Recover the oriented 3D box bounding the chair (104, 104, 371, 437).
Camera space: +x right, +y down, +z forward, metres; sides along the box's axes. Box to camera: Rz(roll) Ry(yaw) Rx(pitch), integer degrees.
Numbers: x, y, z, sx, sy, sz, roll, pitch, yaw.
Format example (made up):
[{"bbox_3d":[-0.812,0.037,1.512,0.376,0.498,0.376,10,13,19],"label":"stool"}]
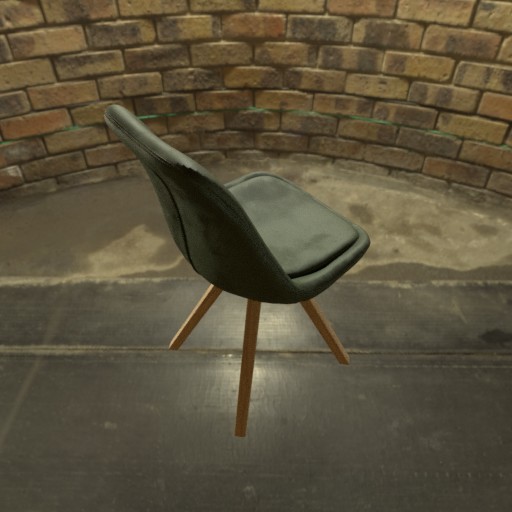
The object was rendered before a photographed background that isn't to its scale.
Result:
[{"bbox_3d":[0.000,0.000,1.174,0.547,0.865,0.483,-27,49,-27],"label":"chair"}]
